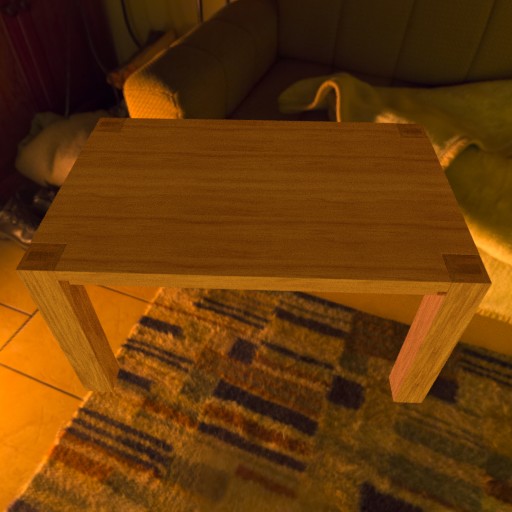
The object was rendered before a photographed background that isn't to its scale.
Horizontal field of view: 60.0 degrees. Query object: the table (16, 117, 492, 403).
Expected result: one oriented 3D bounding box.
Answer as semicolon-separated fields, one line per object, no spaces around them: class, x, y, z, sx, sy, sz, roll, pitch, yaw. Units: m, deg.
table;0.000;0.000;1.881;1.400;0.760;0.900;2;46;2
